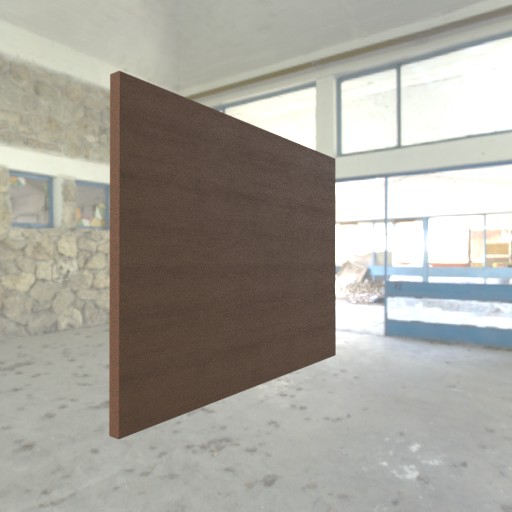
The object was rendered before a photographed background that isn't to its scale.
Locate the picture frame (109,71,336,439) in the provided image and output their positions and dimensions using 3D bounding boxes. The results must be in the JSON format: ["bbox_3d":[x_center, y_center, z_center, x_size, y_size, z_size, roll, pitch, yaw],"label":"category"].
[{"bbox_3d":[0.000,0.000,1.768,0.045,1.018,1.329,0,-1,36],"label":"picture frame"}]
